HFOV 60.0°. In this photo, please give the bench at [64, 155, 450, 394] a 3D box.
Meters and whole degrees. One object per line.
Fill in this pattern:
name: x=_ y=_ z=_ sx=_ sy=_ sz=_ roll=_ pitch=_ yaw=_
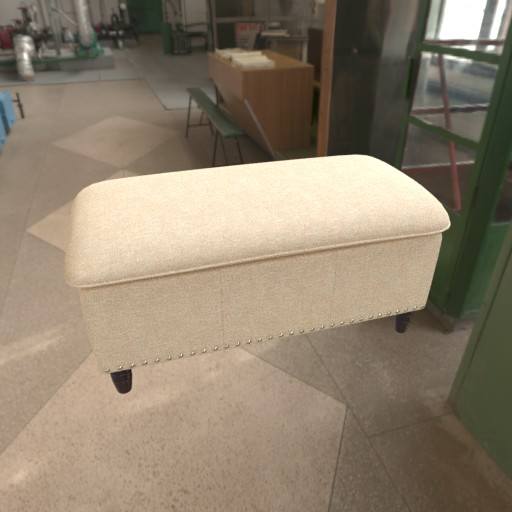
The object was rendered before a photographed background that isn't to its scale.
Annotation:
bench: x=0.000 y=0.000 z=1.313 sx=0.991 sy=0.483 sz=0.483 roll=-9 pitch=33 yaw=-14
